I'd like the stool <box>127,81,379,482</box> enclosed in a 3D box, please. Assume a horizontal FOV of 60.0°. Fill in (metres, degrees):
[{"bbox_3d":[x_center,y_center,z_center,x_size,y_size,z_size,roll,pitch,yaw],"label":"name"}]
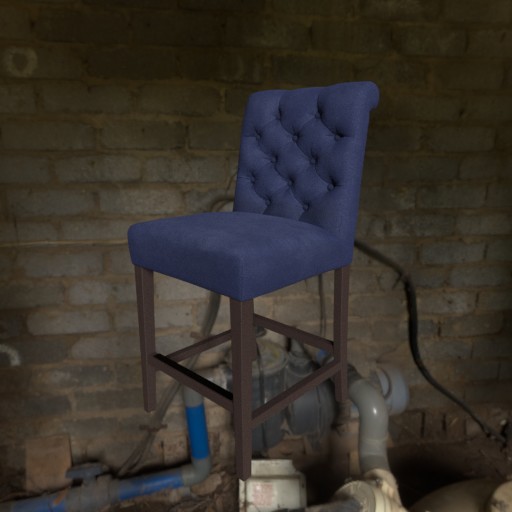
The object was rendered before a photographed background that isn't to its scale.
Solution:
[{"bbox_3d":[0.000,0.000,1.354,0.493,1.010,0.601,14,20,42],"label":"stool"}]
